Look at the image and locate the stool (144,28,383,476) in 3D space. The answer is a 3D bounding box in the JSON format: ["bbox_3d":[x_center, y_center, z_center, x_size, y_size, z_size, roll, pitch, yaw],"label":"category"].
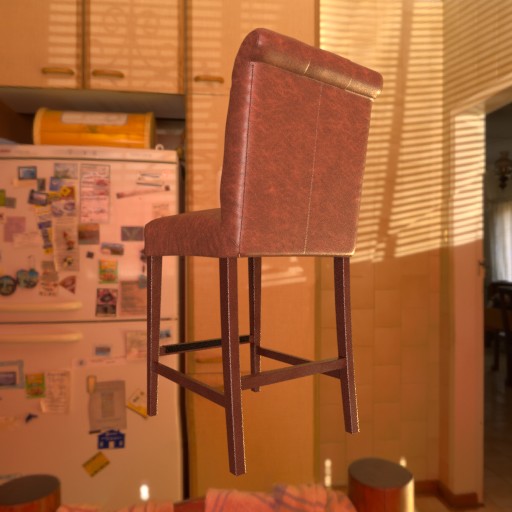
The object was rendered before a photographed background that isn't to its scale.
[{"bbox_3d":[0.000,0.000,1.404,0.486,1.084,0.660,0,0,-37],"label":"stool"}]
